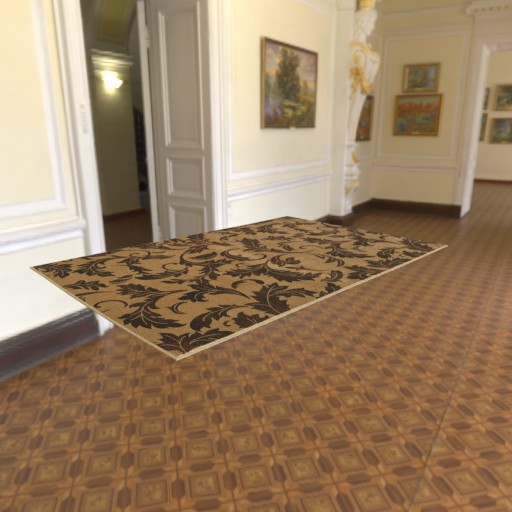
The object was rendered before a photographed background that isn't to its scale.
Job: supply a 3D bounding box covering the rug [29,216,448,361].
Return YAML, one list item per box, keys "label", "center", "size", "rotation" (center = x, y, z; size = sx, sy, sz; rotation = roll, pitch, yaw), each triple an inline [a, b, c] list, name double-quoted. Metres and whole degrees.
- label: "rug"
  center: [0.000, 0.000, 2.847]
  size: [2.284, 0.008, 1.522]
  rotation: [-15, 22, -42]
